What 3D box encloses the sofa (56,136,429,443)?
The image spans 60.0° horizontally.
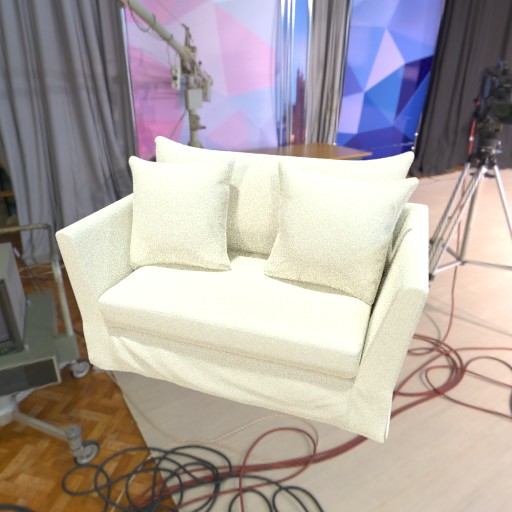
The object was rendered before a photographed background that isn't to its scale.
[{"bbox_3d":[0.000,0.000,2.277,1.608,1.039,1.026,9,27,17],"label":"sofa"}]
